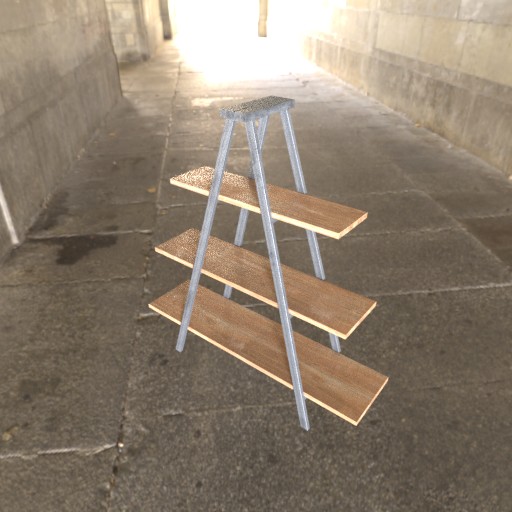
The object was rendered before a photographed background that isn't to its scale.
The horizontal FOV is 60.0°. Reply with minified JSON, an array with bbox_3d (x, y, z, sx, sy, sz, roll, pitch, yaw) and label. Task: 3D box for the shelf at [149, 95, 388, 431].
[{"bbox_3d":[0.000,0.000,2.720,1.746,1.808,0.508,22,37,32],"label":"shelf"}]
